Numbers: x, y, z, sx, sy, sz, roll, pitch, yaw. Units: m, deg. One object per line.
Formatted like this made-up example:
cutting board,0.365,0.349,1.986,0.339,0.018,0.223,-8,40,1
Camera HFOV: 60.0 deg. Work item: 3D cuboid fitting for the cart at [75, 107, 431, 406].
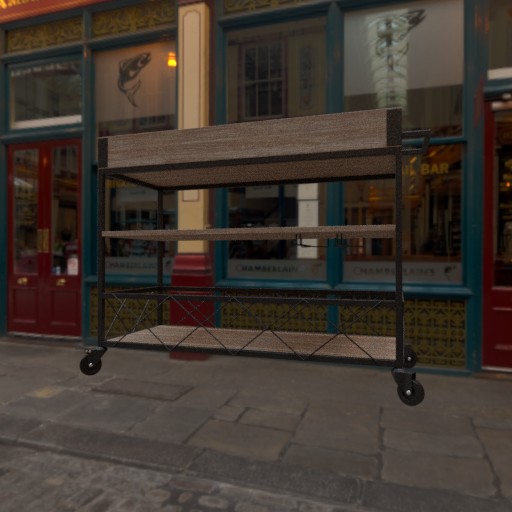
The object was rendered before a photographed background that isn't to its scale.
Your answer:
cart,0.000,0.000,1.512,1.101,0.787,0.500,0,-1,18
